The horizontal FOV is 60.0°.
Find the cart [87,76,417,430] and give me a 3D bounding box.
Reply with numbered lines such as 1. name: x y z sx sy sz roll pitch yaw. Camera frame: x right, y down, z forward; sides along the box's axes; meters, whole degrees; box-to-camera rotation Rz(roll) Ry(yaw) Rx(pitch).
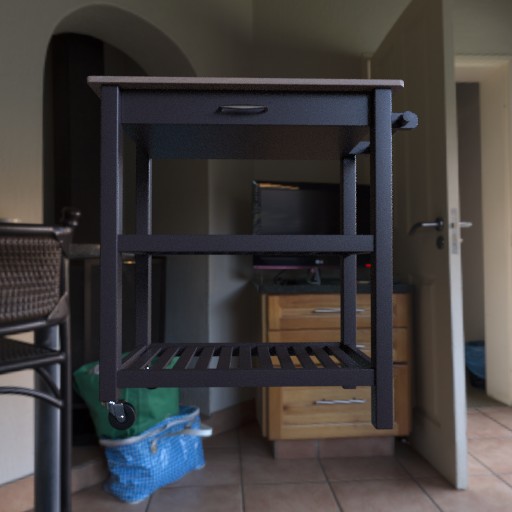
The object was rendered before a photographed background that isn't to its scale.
1. cart: 0.000 0.000 1.384 0.899 0.927 0.457 0 -1 -2
